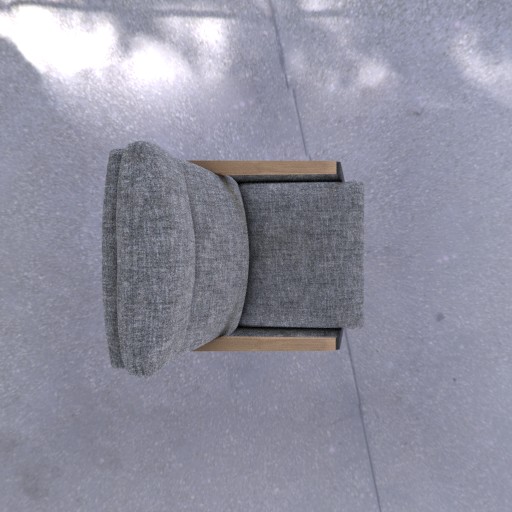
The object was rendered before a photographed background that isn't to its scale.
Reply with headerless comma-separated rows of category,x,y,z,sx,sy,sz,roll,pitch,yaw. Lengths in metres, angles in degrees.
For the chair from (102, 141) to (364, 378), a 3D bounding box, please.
chair,0.000,0.000,1.611,0.868,1.042,0.671,0,91,-1
